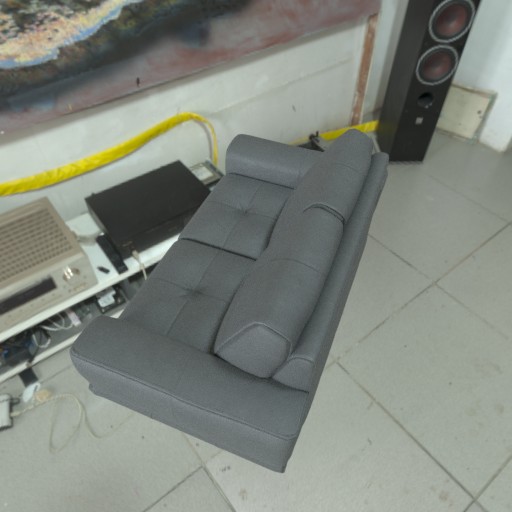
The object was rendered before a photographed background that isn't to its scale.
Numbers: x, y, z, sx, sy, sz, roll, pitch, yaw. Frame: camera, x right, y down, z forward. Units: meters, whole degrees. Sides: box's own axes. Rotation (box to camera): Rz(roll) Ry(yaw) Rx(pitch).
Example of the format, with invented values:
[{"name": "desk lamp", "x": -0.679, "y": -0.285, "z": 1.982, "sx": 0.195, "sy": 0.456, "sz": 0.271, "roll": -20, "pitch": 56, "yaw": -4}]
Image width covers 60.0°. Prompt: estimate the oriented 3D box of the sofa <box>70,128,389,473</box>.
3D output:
[{"name": "sofa", "x": 0.000, "y": 0.000, "z": 2.319, "sx": 1.018, "sy": 0.907, "sz": 1.806, "roll": 17, "pitch": 50, "yaw": 15}]
